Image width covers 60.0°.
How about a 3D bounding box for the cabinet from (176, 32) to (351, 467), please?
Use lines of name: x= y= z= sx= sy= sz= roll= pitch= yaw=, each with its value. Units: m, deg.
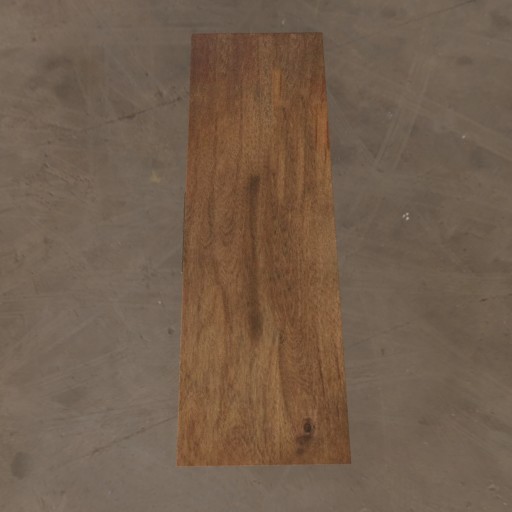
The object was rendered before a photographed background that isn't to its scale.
cabinet: x=0.000 y=0.000 z=1.734 sx=0.480 sy=0.812 sz=1.373 roll=-1 pitch=74 yaw=0
